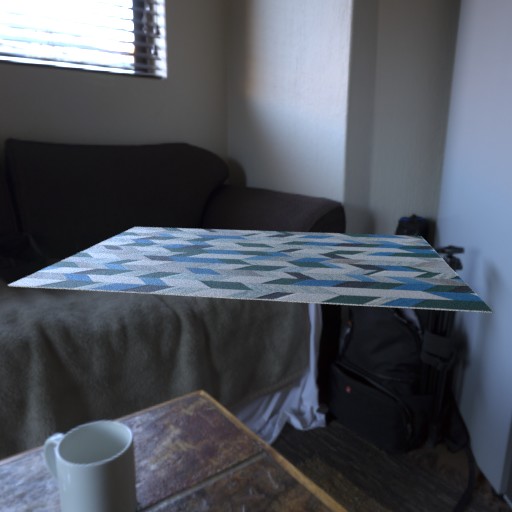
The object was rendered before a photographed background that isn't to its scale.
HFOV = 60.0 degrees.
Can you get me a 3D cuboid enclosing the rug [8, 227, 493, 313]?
[{"bbox_3d":[0.000,0.000,2.221,1.827,0.005,1.229,2,15,9],"label":"rug"}]
